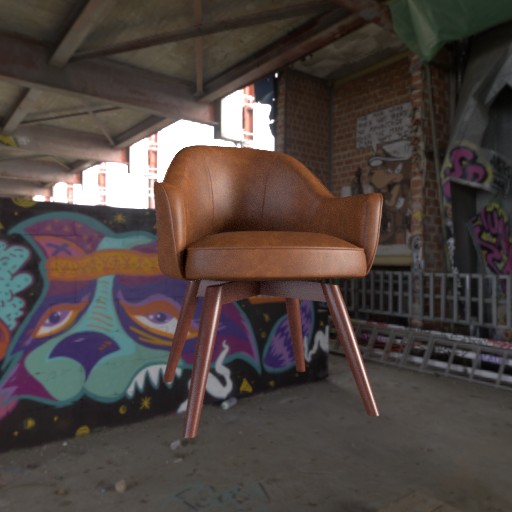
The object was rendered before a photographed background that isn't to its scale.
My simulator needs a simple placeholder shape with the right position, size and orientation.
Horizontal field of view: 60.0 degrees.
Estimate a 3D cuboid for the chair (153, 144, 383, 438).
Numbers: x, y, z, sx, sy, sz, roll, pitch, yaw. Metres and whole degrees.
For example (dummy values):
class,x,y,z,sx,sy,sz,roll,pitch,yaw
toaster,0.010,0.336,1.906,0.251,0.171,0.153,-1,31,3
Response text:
class,x,y,z,sx,sy,sz,roll,pitch,yaw
chair,0.000,0.000,1.260,0.591,0.777,0.640,0,-1,-17
